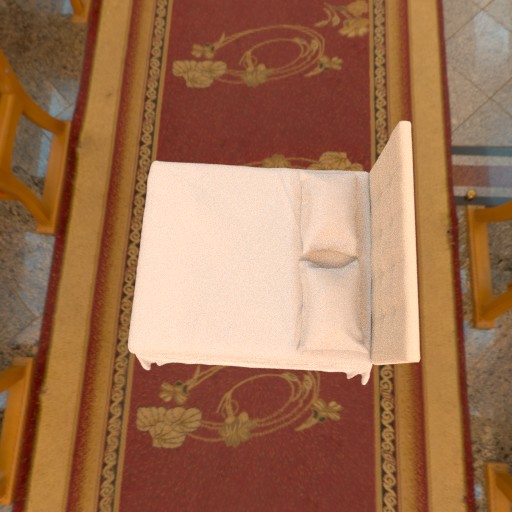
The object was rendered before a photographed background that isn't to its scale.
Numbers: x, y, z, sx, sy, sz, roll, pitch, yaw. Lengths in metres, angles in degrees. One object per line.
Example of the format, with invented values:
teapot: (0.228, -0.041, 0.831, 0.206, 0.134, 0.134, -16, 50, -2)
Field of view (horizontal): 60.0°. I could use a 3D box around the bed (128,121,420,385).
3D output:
bed: (0.000, 0.000, 3.606, 2.222, 1.577, 1.936, 3, 75, 1)
